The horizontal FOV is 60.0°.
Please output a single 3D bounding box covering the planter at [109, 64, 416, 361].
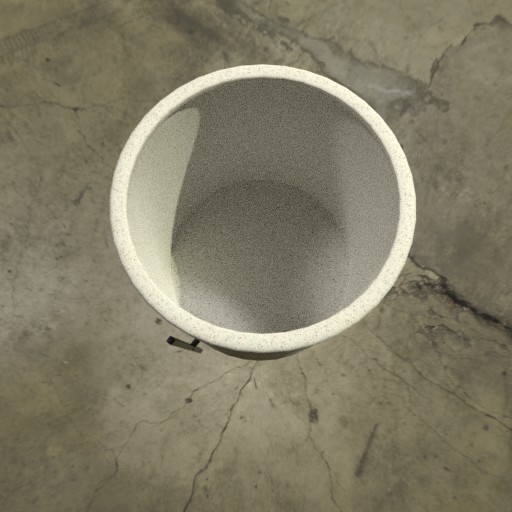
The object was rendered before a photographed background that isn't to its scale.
[{"bbox_3d":[0.000,0.000,0.646,0.313,0.423,0.335,38,79,9],"label":"planter"}]
